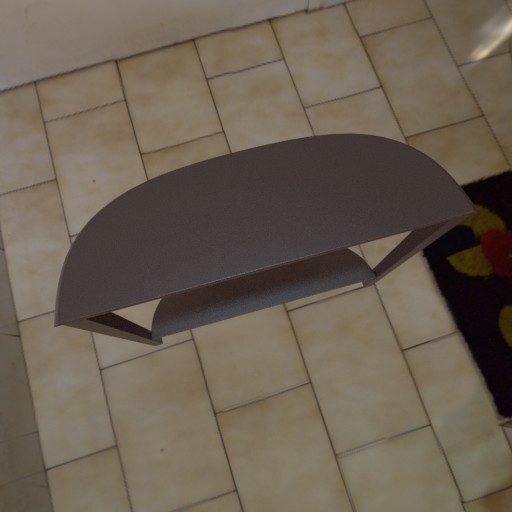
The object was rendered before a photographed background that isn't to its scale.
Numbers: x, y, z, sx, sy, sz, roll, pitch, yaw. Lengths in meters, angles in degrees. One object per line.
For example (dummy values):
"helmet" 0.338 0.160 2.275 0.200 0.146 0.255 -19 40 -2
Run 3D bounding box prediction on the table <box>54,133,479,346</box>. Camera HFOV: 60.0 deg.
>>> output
"table" 0.000 0.000 1.332 0.909 0.831 0.274 -15 76 -4
